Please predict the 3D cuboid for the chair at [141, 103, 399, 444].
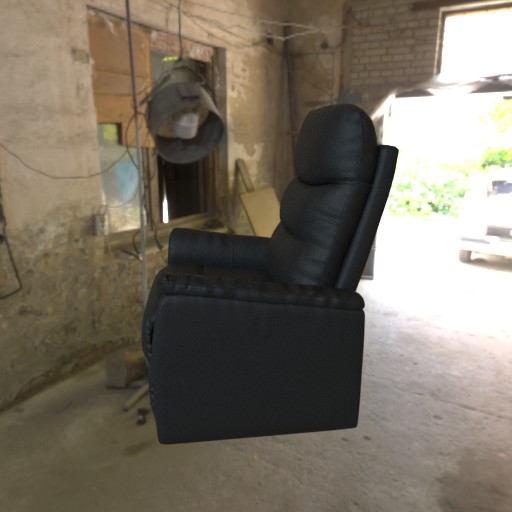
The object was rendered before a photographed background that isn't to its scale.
[{"bbox_3d":[0.000,0.000,1.674,0.831,1.082,0.775,-2,15,-7],"label":"chair"}]
